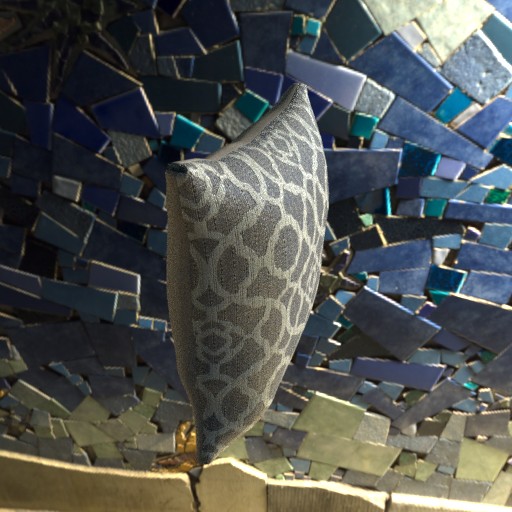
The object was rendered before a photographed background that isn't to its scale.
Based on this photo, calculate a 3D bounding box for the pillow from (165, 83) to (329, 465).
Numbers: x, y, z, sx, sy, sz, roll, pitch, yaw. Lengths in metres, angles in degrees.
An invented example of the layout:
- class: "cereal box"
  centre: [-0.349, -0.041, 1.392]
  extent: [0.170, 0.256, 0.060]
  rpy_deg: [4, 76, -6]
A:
- class: "pillow"
  centre: [0.000, 0.000, 0.784]
  extent: [0.215, 0.498, 0.508]
  rpy_deg: [10, 33, 17]
